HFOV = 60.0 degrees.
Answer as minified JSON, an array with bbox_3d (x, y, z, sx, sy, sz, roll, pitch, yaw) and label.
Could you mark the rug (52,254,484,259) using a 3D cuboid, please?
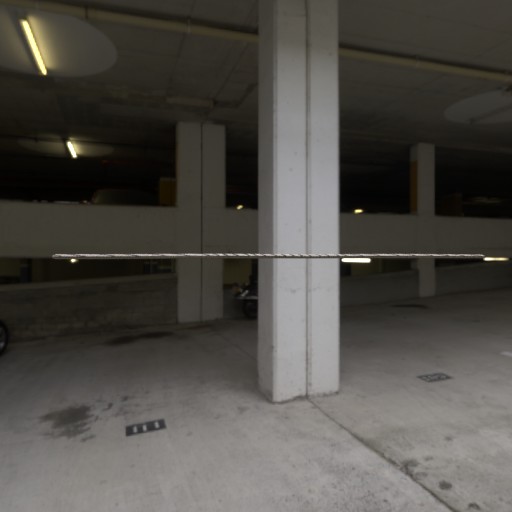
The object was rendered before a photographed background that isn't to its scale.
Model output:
[{"bbox_3d":[0.000,0.000,2.356,1.842,0.019,1.237,0,0,-18],"label":"rug"}]
